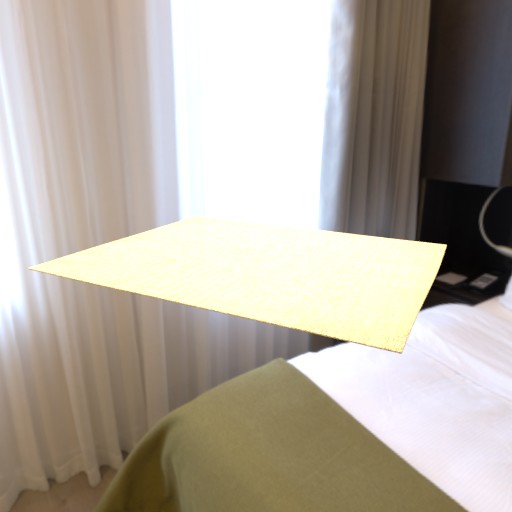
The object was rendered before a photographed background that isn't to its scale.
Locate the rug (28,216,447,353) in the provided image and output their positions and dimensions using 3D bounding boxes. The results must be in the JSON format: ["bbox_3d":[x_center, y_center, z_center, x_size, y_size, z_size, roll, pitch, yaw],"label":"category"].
[{"bbox_3d":[0.000,0.000,4.075,3.061,0.014,2.447,9,19,27],"label":"rug"}]
